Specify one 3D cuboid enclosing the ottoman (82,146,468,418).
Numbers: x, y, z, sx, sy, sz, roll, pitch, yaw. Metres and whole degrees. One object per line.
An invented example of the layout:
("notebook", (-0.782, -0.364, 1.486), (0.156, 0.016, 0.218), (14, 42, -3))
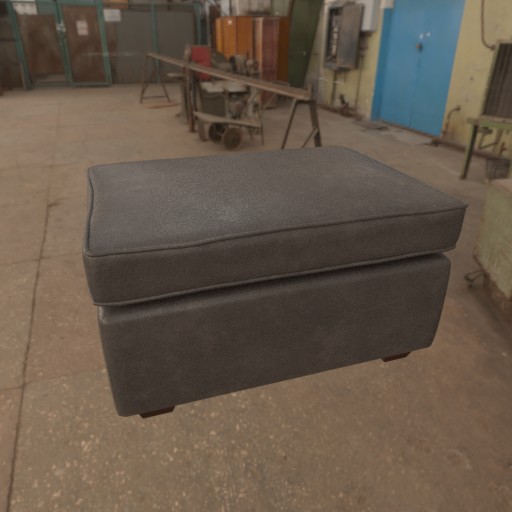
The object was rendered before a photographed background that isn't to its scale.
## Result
("ottoman", (0.000, 0.000, 1.105), (0.756, 0.445, 0.554), (-8, 28, -16))
